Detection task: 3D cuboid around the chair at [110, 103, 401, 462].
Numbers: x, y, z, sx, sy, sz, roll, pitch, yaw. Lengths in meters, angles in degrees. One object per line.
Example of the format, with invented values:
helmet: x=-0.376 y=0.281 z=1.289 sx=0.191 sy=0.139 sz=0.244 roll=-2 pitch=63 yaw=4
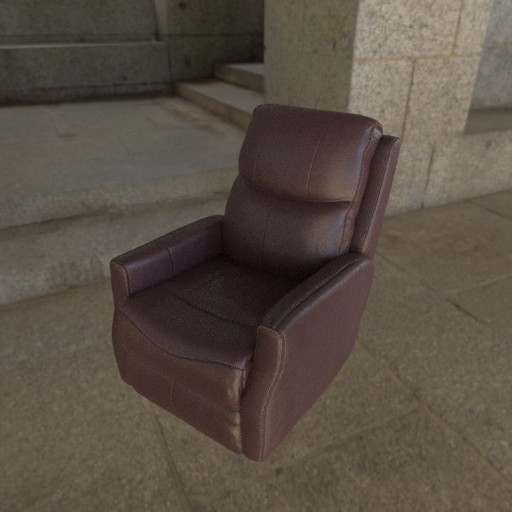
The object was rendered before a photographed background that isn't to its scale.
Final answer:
chair: x=0.000 y=0.000 z=1.786 sx=0.829 sy=1.030 sz=1.080 roll=18 pitch=34 yaw=30
